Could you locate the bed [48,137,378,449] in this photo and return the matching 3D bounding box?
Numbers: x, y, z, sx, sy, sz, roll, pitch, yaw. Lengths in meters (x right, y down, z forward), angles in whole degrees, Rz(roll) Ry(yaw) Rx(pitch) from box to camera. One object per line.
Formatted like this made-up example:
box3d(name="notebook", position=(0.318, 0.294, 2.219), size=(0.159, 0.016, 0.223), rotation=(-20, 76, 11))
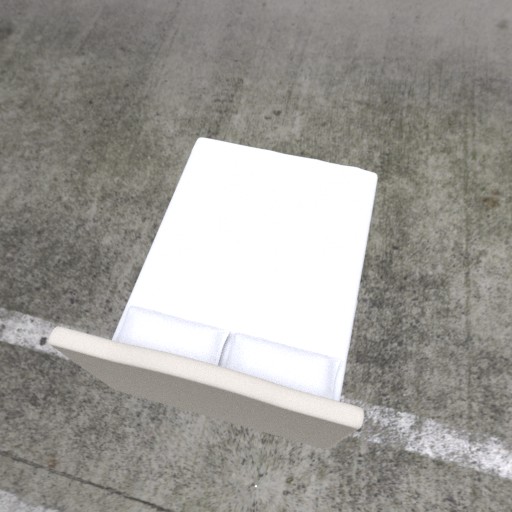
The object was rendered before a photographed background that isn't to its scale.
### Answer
box3d(name="bed", position=(0.000, 0.000, 3.274), size=(1.741, 1.449, 2.196), rotation=(13, 63, 7))
